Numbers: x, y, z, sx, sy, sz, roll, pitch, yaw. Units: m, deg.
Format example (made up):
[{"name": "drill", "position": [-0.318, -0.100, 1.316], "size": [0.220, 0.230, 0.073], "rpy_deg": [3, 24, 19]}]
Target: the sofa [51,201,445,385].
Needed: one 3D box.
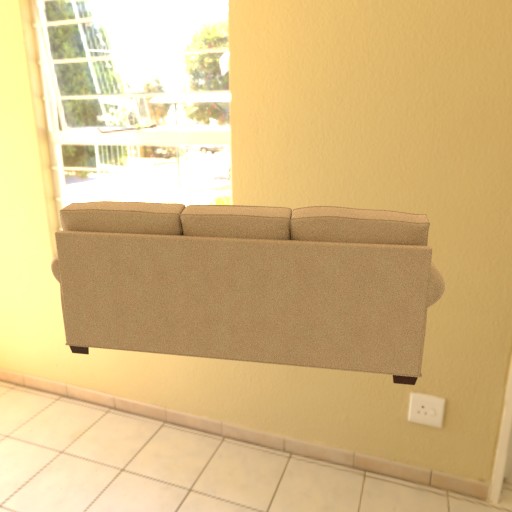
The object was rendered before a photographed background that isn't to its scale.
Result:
[{"name": "sofa", "position": [0.000, 0.000, 2.481], "size": [1.770, 0.734, 1.226], "rpy_deg": [3, 16, 10]}]
